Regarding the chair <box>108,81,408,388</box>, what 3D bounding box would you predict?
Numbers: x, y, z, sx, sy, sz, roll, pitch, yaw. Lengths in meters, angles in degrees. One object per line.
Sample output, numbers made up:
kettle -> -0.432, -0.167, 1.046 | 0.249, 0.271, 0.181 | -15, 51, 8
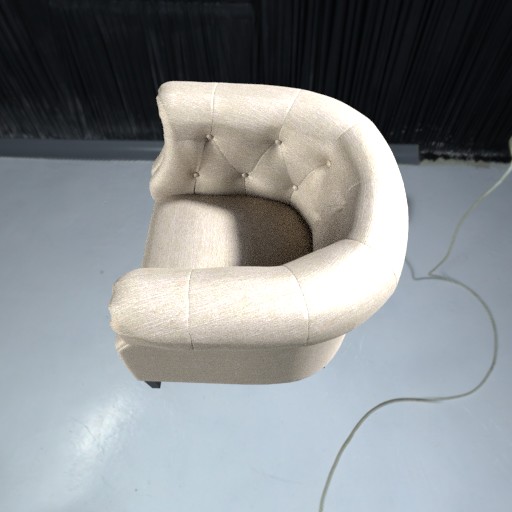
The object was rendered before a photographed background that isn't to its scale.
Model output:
chair -> 0.000, 0.000, 1.542 | 0.852, 0.827, 0.905 | 2, 58, 1
